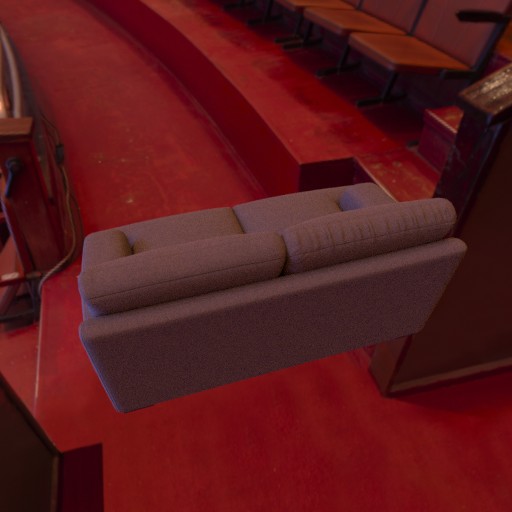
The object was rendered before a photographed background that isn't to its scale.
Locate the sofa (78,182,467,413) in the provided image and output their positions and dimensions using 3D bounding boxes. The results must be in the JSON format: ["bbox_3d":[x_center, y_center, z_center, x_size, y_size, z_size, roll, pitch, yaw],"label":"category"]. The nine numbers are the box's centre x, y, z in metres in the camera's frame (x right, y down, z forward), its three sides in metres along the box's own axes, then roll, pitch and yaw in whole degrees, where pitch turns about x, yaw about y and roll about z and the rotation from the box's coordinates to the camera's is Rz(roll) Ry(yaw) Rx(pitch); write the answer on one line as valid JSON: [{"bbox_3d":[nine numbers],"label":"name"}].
[{"bbox_3d":[0.000,0.000,2.521,1.869,0.950,1.140,-12,44,-13],"label":"sofa"}]
